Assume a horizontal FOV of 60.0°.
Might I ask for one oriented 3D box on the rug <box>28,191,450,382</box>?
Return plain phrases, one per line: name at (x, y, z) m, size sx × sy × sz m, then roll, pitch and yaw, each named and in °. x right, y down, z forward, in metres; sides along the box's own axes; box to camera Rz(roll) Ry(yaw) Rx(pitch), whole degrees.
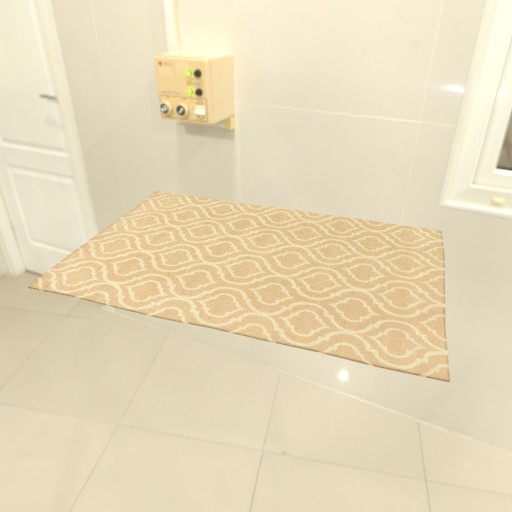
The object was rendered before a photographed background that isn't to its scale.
rug at (0.000, 0.000, 2.180) m, size 1.761 × 0.013 × 1.152 m, roll 10°, pitch 32°, yaw 16°
